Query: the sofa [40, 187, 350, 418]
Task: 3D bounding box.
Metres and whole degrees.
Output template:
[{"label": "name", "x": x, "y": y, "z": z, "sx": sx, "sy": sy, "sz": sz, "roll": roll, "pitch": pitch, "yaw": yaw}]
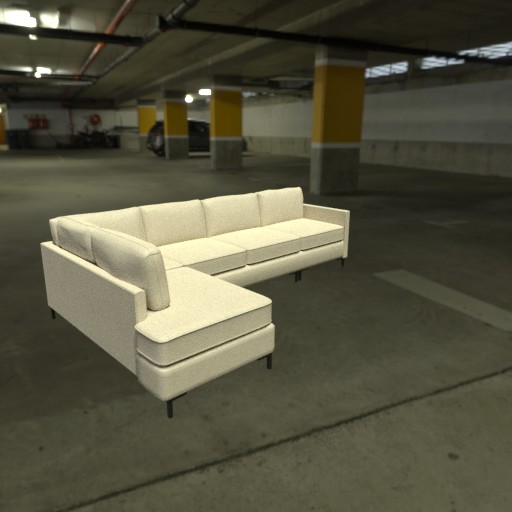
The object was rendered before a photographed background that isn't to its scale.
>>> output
[{"label": "sofa", "x": 0.000, "y": 0.000, "z": 4.327, "sx": 3.384, "sy": 0.996, "sz": 2.048, "roll": -14, "pitch": 21, "yaw": -41}]
